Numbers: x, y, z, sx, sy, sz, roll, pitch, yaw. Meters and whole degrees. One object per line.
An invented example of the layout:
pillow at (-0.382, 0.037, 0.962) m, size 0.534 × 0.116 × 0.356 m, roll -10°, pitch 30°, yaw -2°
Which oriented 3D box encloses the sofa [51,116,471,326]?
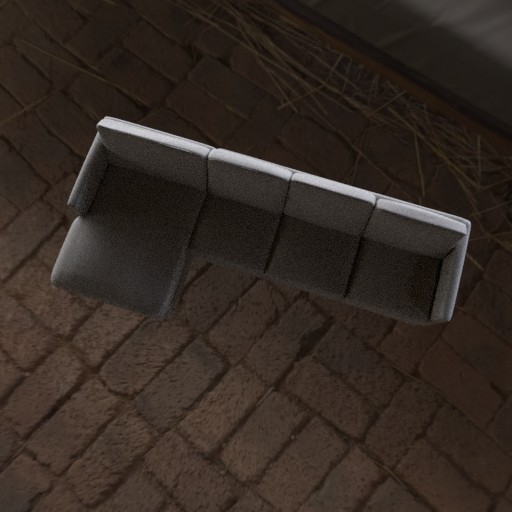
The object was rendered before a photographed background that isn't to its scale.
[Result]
sofa at (0.000, 0.000, 3.734) m, size 3.201 × 0.876 × 1.502 m, roll 17°, pitch 77°, yaw 4°
